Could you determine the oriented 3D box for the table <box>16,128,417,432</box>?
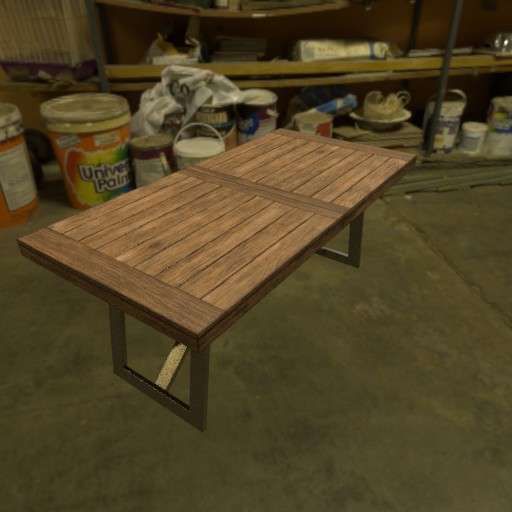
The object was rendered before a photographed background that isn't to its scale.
[{"bbox_3d":[0.000,0.000,2.319,0.931,0.757,1.867,21,37,30],"label":"table"}]
